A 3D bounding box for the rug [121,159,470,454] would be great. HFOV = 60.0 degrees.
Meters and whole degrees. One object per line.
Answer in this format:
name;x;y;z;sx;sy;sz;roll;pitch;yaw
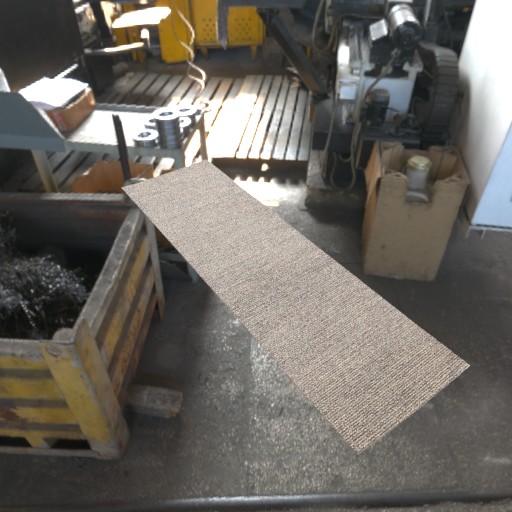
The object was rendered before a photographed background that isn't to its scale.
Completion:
rug;0.000;0.000;2.540;0.697;0.013;2.335;-24;46;-26
